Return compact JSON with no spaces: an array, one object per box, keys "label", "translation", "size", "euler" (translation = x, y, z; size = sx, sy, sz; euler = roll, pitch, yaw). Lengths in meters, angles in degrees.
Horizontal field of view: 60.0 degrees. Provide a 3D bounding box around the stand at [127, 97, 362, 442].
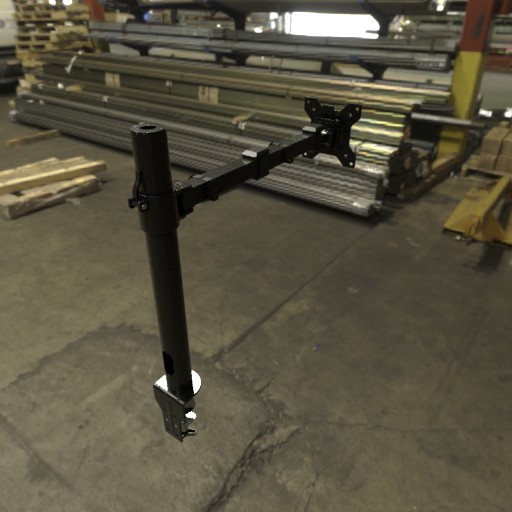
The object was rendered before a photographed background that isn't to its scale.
[{"label":"stand","translation":[0.000,0.000,0.744],"size":[0.115,0.510,0.456],"euler":[21,37,31]}]
